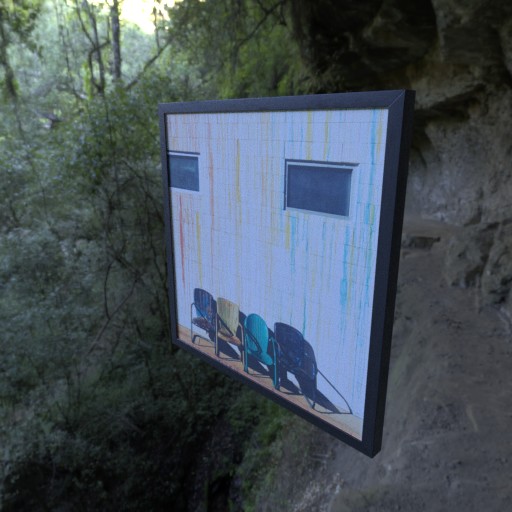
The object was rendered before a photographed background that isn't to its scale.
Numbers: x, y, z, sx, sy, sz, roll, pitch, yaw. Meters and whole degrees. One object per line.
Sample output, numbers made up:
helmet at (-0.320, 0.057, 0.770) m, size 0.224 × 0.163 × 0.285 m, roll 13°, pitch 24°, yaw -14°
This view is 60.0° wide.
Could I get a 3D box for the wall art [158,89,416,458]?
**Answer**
wall art at (0.000, 0.000, 1.137) m, size 0.039 × 0.763 × 0.763 m, roll -16°, pitch 23°, yaw -43°
